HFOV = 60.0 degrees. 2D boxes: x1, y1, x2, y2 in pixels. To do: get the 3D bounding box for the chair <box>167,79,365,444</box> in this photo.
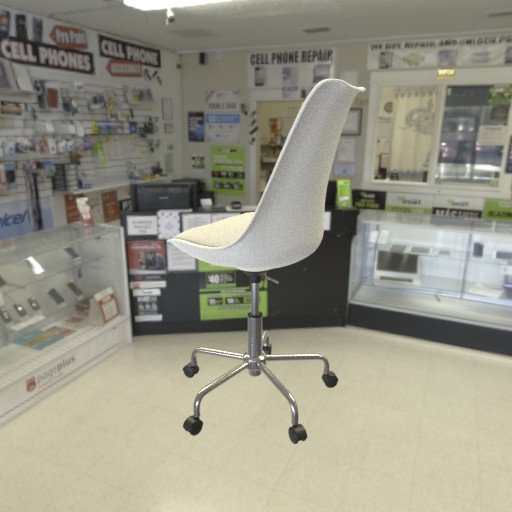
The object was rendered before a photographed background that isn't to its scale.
[{"bbox_3d":[0.000,0.000,1.303,0.550,0.930,0.550,8,18,26],"label":"chair"}]
